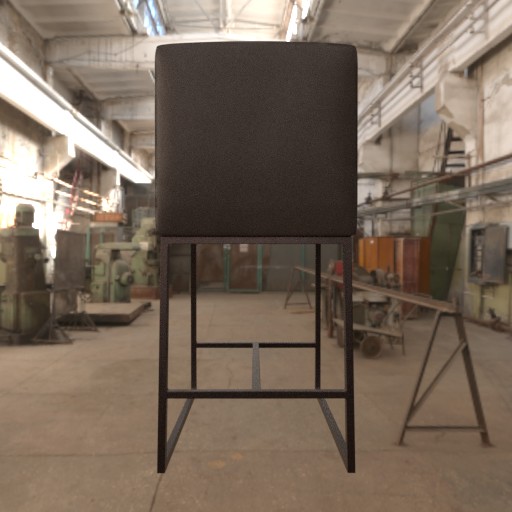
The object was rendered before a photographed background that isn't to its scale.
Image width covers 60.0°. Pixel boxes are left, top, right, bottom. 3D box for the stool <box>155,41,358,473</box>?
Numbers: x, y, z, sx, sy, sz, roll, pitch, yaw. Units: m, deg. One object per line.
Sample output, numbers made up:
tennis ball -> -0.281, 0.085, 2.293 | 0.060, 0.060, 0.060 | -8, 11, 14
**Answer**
stool -> 0.000, 0.000, 1.234 | 0.463, 0.946, 0.562 | 0, 1, 0
